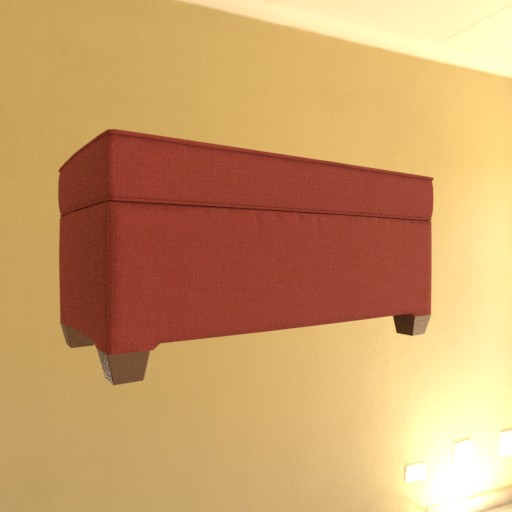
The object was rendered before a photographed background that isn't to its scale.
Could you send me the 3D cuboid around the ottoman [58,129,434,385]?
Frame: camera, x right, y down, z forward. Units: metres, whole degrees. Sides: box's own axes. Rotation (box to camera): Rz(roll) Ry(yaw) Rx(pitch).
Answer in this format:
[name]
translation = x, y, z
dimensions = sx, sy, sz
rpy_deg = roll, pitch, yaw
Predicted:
[ottoman]
translation = 0.000, 0.000, 1.208
dimensions = 0.948, 0.454, 0.497
rpy_deg = 0, 1, -34
